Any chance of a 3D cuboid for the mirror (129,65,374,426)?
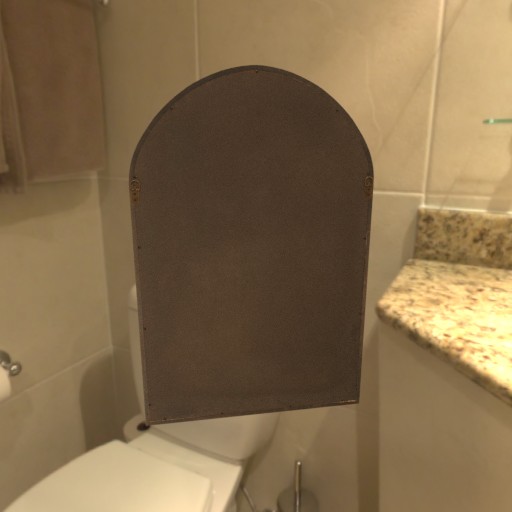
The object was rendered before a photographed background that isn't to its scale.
[{"bbox_3d":[0.000,0.000,1.149,0.609,0.915,0.032,-3,15,-10],"label":"mirror"}]
